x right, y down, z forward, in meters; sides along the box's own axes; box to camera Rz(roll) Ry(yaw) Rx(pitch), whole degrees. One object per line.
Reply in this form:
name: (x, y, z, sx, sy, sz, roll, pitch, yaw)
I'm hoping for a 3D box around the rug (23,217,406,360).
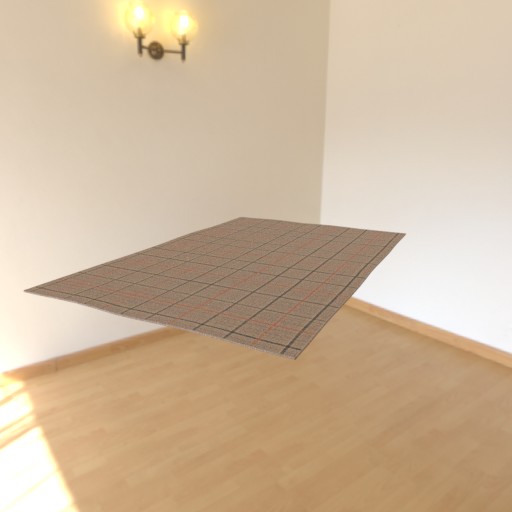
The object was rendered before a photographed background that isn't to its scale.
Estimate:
rug: (0.000, 0.000, 2.343, 1.220, 0.013, 1.829, 8, 18, 27)
